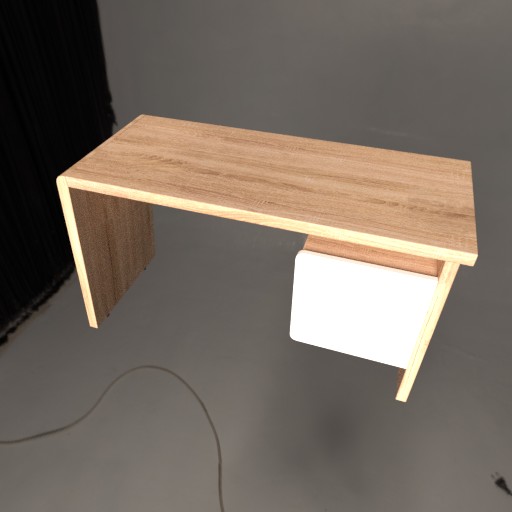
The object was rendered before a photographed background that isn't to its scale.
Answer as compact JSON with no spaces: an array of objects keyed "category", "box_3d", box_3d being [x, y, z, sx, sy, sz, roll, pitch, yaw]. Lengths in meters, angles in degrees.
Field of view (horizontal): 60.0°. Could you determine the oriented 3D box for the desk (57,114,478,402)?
[{"category":"desk","box_3d":[0.000,0.000,1.651,1.300,0.750,0.500,12,42,14]}]
